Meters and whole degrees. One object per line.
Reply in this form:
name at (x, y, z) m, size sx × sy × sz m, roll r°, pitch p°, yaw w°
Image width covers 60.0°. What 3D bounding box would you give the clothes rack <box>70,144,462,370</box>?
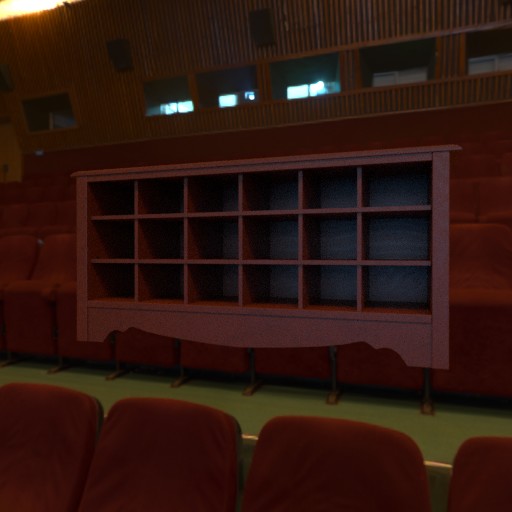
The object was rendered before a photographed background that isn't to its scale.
clothes rack at (0.000, 0.000, 1.522) m, size 1.251 × 0.594 × 0.362 m, roll 0°, pitch 0°, yaw 19°
